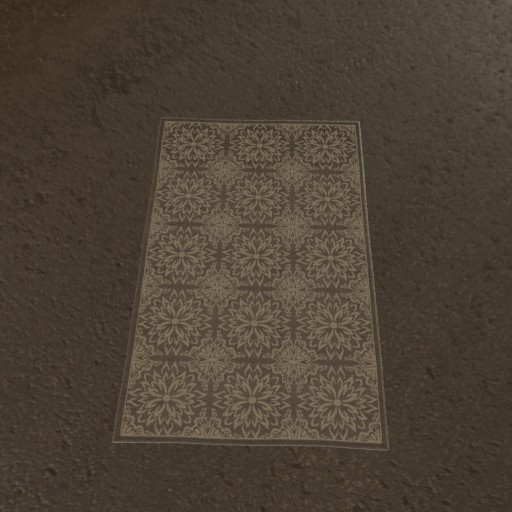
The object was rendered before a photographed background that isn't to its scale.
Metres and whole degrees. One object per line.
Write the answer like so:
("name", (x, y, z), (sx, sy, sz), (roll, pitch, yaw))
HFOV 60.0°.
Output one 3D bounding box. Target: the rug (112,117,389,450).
("rug", (0.000, 0.000, 3.476), (1.819, 0.018, 2.746), (1, 65, 1))
